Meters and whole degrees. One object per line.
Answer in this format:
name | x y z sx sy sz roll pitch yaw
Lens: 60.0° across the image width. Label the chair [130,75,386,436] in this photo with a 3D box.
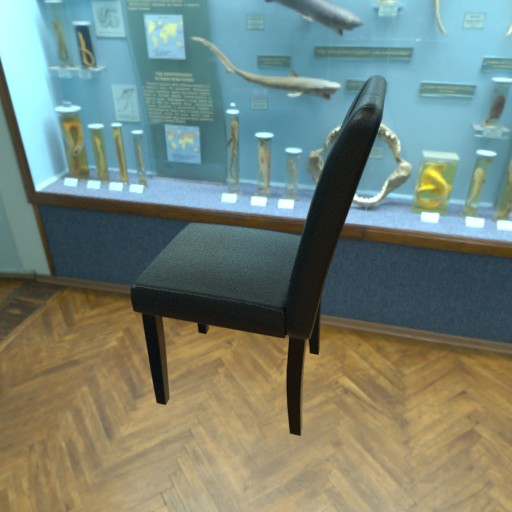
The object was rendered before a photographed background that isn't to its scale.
chair | 0.000 0.000 1.196 0.556 0.897 0.399 8 31 13
